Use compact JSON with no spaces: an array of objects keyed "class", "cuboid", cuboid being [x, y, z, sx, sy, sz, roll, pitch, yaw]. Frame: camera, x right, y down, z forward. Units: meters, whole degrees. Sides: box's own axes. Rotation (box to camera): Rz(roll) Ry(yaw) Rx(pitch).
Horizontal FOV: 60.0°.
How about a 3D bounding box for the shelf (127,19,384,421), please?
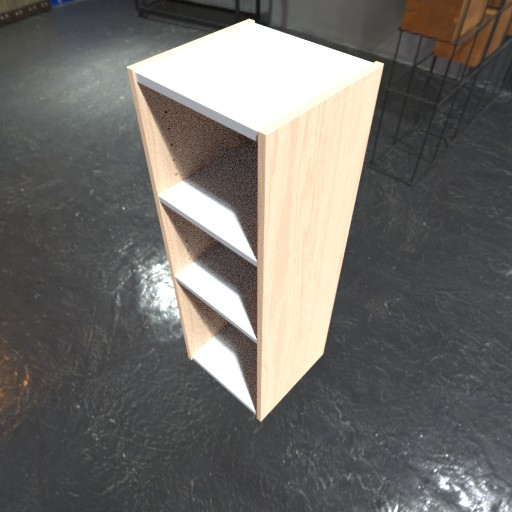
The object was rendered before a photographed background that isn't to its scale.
[{"class":"shelf","cuboid":[0.000,0.000,1.045,0.300,0.900,0.290,34,55,28]}]
